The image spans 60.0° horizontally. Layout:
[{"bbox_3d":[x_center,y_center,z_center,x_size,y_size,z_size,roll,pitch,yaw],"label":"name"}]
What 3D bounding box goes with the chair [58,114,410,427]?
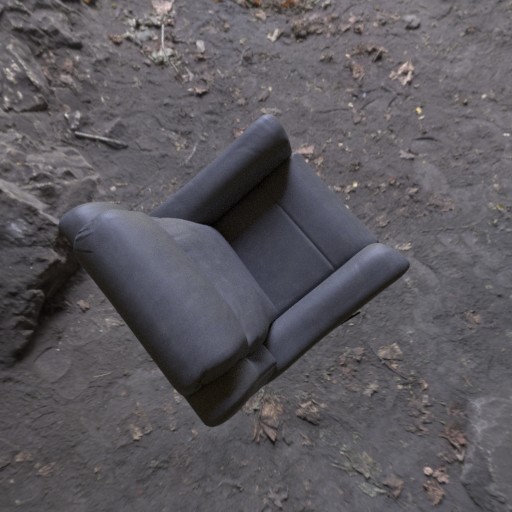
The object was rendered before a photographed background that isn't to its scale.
[{"bbox_3d":[0.000,0.000,1.925,1.068,1.116,0.967,-38,79,-9],"label":"chair"}]
